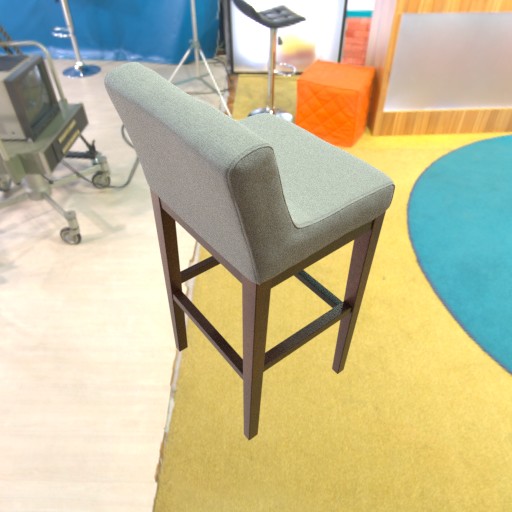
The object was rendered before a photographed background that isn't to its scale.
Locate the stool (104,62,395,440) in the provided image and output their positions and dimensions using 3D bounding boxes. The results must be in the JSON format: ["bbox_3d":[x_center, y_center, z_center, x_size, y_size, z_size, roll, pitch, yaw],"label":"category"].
[{"bbox_3d":[0.000,0.000,1.285,0.500,1.037,0.511,-27,49,-27],"label":"stool"}]
